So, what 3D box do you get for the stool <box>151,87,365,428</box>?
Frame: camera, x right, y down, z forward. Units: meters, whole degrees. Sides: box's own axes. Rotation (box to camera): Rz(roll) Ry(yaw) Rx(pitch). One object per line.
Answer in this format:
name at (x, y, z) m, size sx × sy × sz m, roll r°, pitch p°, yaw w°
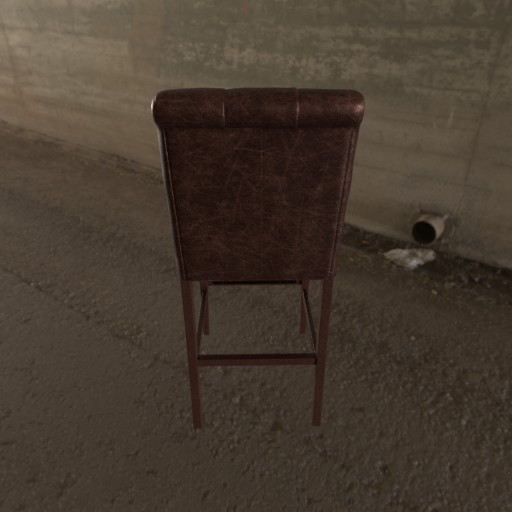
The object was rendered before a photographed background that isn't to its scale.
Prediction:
stool at (0.000, 0.000, 1.493) m, size 0.483 × 1.168 × 0.659 m, roll -1°, pitch 30°, yaw -1°
